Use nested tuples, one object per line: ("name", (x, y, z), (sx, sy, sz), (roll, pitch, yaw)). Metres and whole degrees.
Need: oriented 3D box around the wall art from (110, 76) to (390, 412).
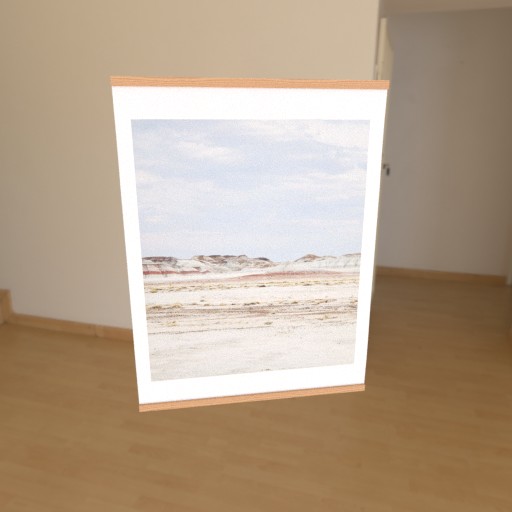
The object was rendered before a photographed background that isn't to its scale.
("wall art", (0.000, 0.000, 0.812), (0.458, 0.605, 0.011), (-3, 17, -9))
